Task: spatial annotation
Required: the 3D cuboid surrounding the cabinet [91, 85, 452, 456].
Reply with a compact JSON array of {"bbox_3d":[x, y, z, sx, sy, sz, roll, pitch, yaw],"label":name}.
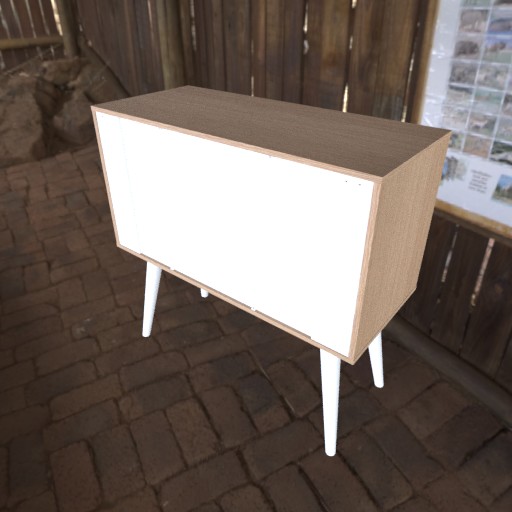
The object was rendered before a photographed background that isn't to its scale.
[{"bbox_3d":[0.000,0.000,1.643,1.057,1.016,0.470,22,38,32],"label":"cabinet"}]
